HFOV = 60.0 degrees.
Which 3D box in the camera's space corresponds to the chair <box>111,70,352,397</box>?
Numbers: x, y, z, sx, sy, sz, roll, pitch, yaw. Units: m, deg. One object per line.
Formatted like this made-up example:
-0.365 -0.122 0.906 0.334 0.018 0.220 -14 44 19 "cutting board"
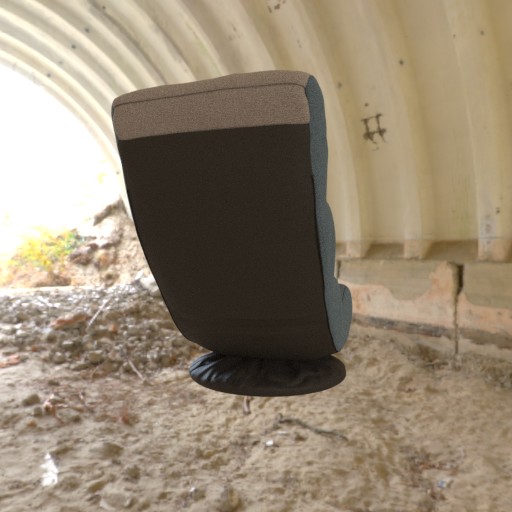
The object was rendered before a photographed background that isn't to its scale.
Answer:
0.000 0.000 1.081 0.420 0.641 0.661 0 0 18 "chair"
